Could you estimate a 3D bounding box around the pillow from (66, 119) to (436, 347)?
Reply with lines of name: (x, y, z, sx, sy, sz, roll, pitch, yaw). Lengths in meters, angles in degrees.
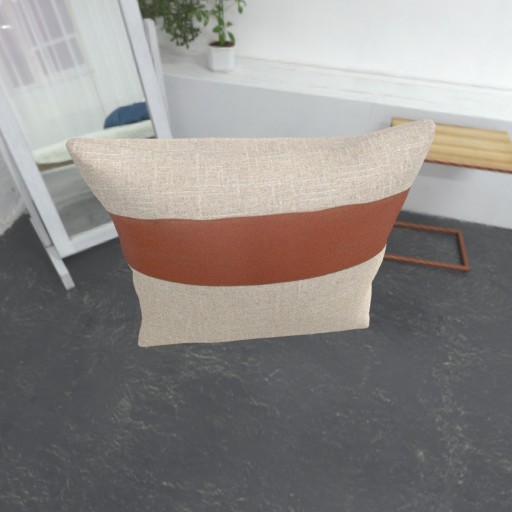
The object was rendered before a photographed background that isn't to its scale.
pillow: (0.000, 0.000, 0.634, 0.414, 0.399, 0.173, -4, 46, -4)
